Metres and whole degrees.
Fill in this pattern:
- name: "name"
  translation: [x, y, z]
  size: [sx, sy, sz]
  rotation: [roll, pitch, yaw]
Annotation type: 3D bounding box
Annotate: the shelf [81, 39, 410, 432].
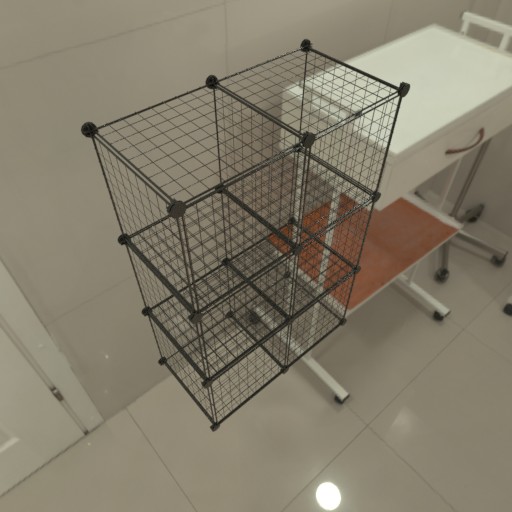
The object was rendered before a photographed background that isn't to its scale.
- name: "shelf"
  translation: [0.000, 0.000, 1.426]
  size: [0.711, 1.067, 0.356]
  rotation: [-33, 56, -26]
